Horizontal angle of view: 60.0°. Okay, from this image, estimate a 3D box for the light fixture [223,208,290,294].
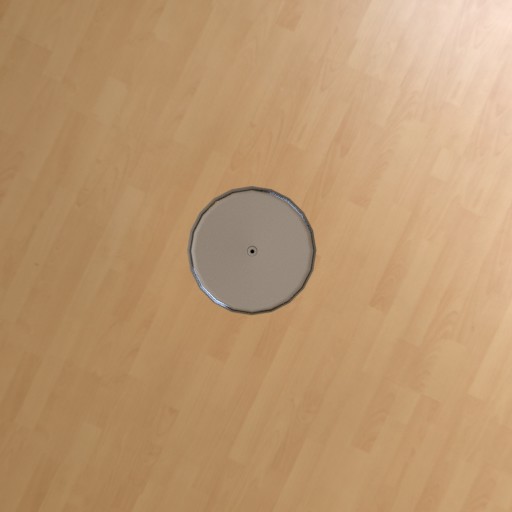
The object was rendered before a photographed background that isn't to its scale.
[{"bbox_3d":[0.000,0.000,1.621,0.303,1.535,0.303,0,89,0],"label":"light fixture"}]
